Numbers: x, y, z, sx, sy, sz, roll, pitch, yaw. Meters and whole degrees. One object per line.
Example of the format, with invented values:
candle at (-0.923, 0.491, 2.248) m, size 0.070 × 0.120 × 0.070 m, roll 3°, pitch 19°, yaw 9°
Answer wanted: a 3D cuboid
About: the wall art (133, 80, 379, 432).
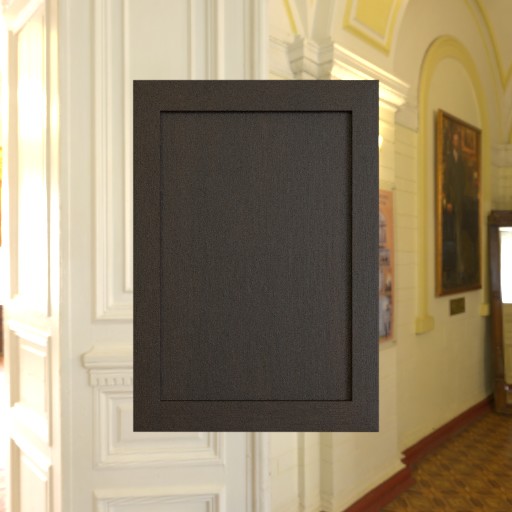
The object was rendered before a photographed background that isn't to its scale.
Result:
wall art at (0.000, 0.000, 0.655) m, size 0.359 × 0.513 × 0.017 m, roll 0°, pitch 0°, yaw 0°
